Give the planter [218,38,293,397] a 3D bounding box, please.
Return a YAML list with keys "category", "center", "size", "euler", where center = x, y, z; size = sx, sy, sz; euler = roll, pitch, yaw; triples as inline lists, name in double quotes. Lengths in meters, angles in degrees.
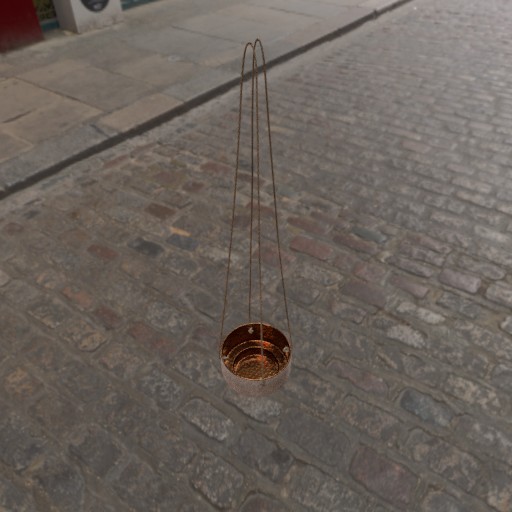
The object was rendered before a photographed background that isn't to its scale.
- category: "planter"
  center: [0.000, 0.000, 1.131]
  size: [0.223, 1.030, 0.223]
  euler: [25, 47, 26]
